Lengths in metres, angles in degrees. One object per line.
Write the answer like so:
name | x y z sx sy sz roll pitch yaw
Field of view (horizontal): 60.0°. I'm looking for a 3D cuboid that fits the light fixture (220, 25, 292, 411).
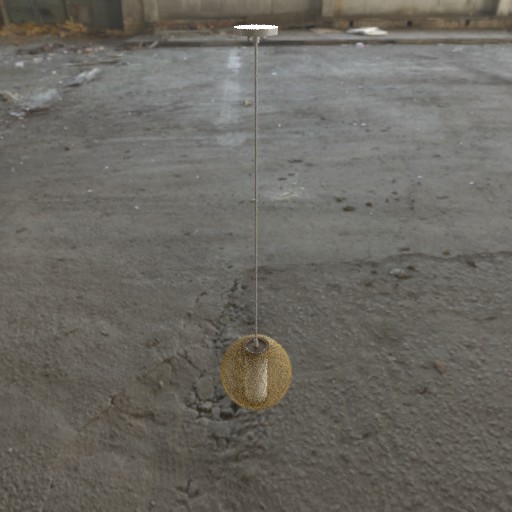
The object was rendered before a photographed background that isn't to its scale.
light fixture | 0.000 0.000 2.124 0.406 1.955 0.407 -1 32 -1
